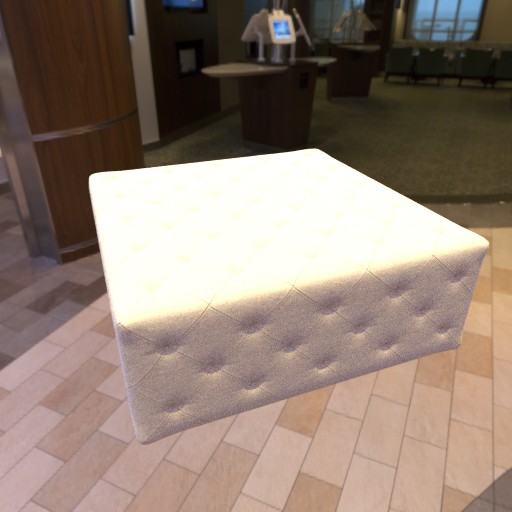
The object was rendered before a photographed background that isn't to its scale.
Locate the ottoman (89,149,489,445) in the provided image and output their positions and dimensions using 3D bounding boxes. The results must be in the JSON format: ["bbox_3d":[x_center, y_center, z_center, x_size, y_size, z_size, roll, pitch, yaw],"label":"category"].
[{"bbox_3d":[0.000,0.000,1.586,1.028,0.439,1.028,-11,31,-19],"label":"ottoman"}]
